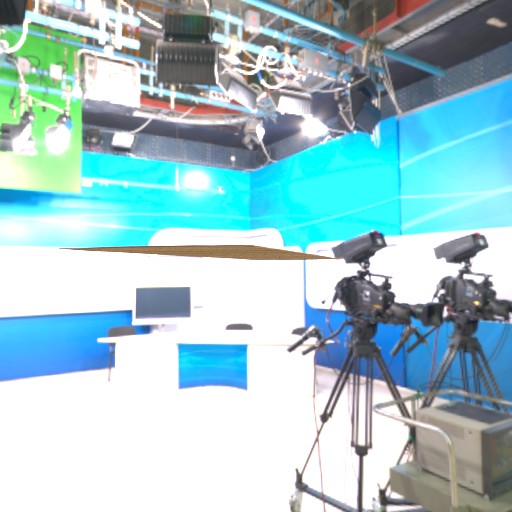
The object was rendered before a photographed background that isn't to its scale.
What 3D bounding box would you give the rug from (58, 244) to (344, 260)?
[{"bbox_3d":[0.000,0.000,2.731,0.799,0.010,2.444,-1,-2,18],"label":"rug"}]
